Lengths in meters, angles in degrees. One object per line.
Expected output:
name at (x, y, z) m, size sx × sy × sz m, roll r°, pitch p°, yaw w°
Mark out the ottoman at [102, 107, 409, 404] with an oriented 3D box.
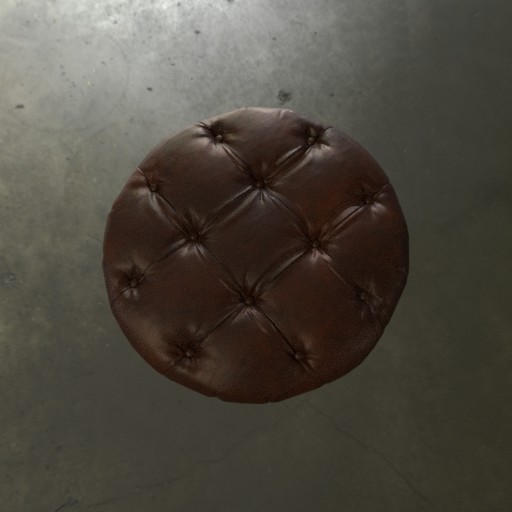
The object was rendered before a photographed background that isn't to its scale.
ottoman at (0.000, 0.000, 1.423) m, size 0.901 × 0.455 × 0.901 m, roll 0°, pitch 75°, yaw 0°
